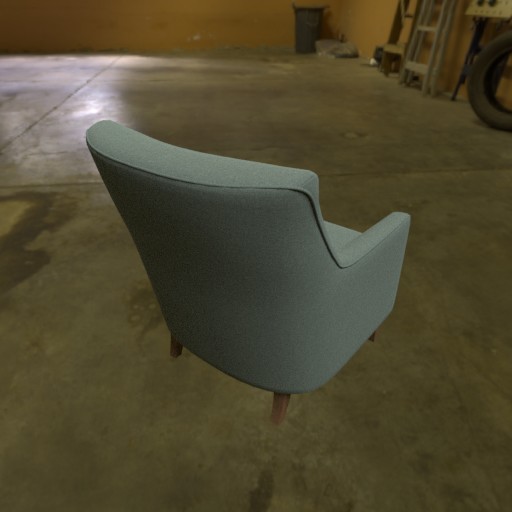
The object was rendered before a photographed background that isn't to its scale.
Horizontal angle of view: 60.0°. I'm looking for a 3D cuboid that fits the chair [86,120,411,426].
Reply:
[{"bbox_3d":[0.000,0.000,1.523,0.756,0.916,0.879,22,37,33],"label":"chair"}]
